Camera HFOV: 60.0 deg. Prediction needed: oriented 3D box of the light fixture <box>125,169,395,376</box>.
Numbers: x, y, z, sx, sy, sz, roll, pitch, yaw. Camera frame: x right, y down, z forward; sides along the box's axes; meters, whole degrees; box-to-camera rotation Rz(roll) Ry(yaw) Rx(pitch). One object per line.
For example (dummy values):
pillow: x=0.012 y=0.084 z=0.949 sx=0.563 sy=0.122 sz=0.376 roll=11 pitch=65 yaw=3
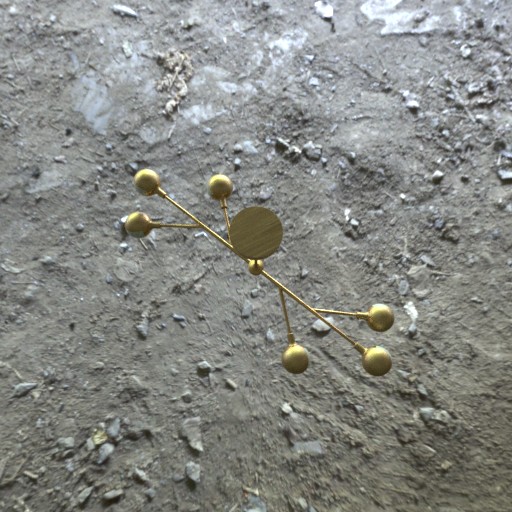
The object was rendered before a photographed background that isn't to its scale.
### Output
light fixture: x=0.000 y=0.000 z=1.004 sx=0.434 sy=0.362 sz=0.778 roll=-35 pitch=78 yaw=-8
